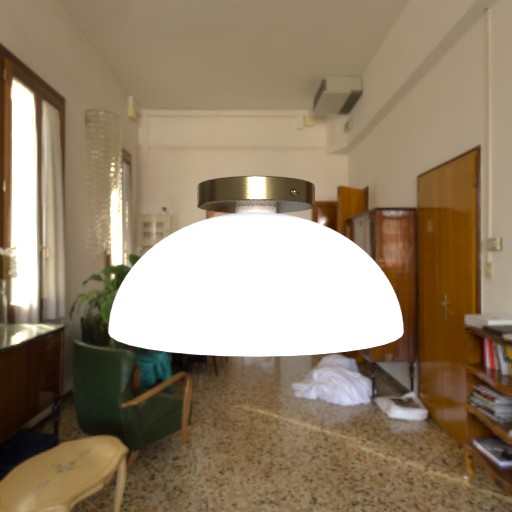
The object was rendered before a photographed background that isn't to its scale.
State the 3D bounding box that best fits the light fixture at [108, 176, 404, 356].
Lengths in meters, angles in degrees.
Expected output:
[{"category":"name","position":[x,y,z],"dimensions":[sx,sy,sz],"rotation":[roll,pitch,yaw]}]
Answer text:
[{"category":"light fixture","position":[0.000,0.000,0.562],"dimensions":[0.355,0.177,0.355],"rotation":[0,0,0]}]
